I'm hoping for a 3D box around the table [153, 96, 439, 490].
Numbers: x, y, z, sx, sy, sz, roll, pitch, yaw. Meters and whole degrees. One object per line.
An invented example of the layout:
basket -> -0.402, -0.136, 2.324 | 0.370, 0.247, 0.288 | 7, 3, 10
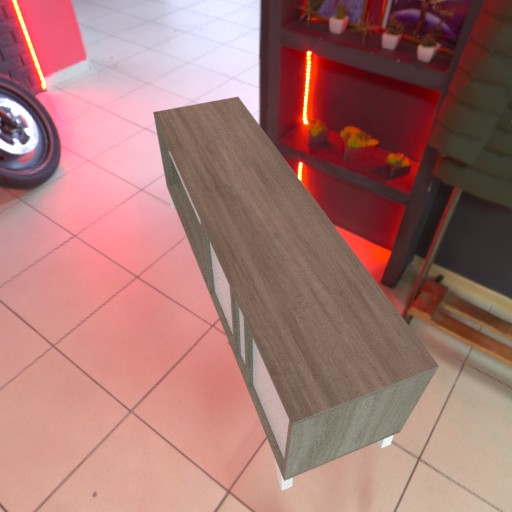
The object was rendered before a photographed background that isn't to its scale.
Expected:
table -> 0.000, 0.000, 1.727 | 0.400, 0.530, 1.500 | -16, 49, -14
